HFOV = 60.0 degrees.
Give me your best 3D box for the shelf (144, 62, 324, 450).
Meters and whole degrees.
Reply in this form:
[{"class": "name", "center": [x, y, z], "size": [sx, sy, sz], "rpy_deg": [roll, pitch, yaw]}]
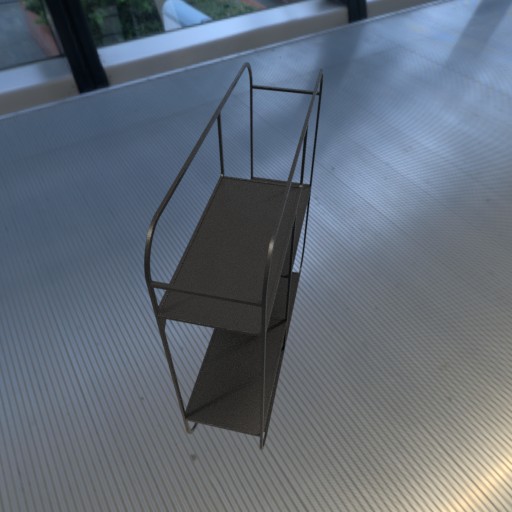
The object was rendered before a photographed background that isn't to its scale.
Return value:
[{"class": "shelf", "center": [0.000, 0.000, 0.937], "size": [0.160, 0.600, 0.600], "rpy_deg": [9, 46, 9]}]
